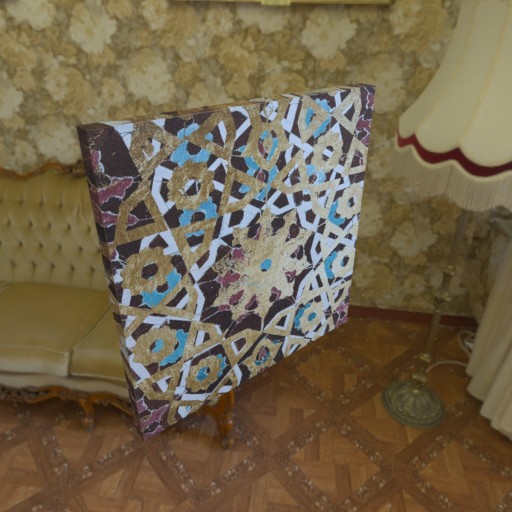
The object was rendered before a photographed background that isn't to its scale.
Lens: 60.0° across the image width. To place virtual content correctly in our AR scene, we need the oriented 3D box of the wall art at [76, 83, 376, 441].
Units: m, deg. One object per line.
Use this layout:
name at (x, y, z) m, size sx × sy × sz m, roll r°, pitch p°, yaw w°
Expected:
wall art at (0.000, 0.000, 0.914) m, size 0.609 × 0.613 × 0.041 m, roll -22°, pitch 36°, yaw -33°
